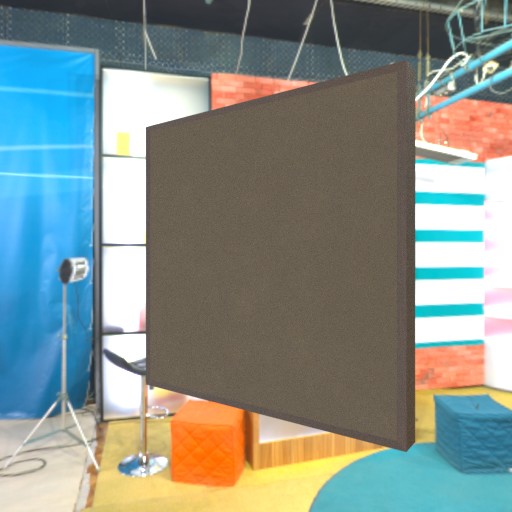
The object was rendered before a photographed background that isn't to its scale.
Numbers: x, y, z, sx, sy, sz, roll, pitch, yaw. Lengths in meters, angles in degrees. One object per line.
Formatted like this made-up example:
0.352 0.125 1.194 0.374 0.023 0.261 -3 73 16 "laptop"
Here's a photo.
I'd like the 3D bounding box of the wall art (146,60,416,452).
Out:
0.000 0.000 0.737 0.508 0.506 0.038 0 0 36 "wall art"
